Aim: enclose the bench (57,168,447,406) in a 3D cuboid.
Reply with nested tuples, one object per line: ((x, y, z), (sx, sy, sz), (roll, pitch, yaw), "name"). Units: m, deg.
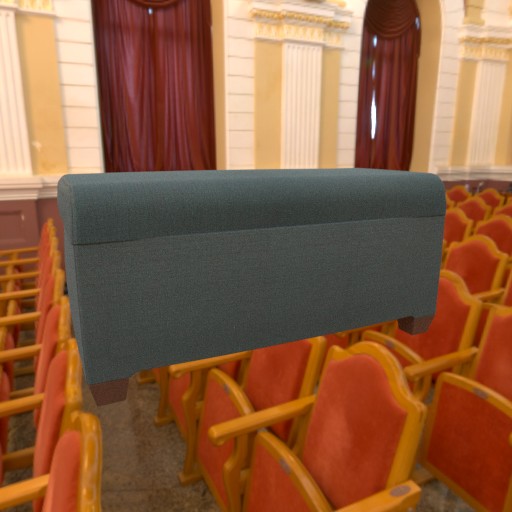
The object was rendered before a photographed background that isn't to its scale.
((0.000, 0.000, 1.251), (0.995, 0.474, 0.476), (-6, 15, -24), "bench")
